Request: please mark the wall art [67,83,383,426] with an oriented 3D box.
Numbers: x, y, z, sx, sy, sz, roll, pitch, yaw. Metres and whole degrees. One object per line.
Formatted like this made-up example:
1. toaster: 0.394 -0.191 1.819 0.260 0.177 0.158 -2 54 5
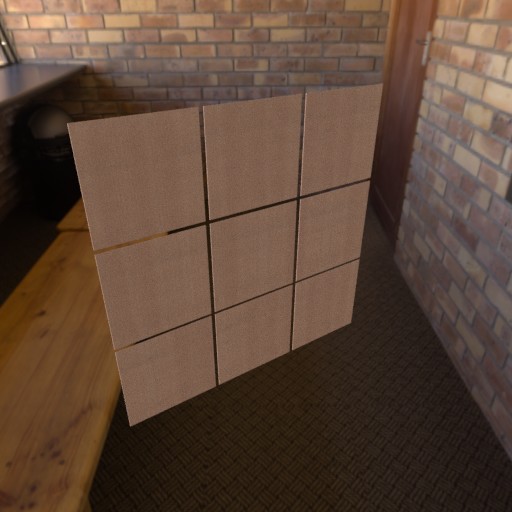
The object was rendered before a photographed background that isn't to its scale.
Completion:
1. wall art: 0.000 0.000 2.225 1.517 1.505 0.002 -18 35 -28
